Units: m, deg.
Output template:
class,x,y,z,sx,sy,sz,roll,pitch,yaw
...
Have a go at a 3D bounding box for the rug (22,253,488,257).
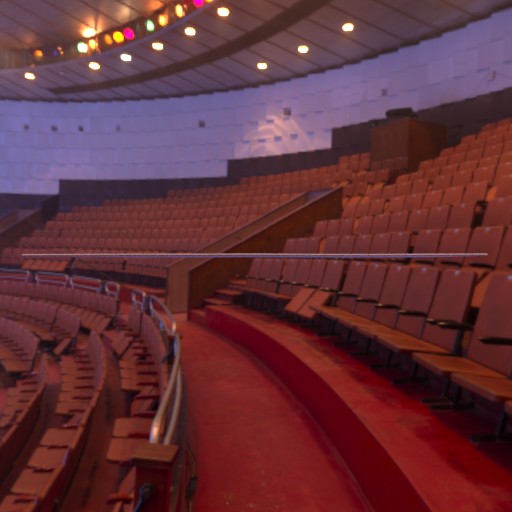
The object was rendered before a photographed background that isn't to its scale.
class,x,y,z,sx,sy,sz,roll,pitch,yaw
rug,0.000,0.000,4.097,3.055,0.021,2.410,0,0,1
